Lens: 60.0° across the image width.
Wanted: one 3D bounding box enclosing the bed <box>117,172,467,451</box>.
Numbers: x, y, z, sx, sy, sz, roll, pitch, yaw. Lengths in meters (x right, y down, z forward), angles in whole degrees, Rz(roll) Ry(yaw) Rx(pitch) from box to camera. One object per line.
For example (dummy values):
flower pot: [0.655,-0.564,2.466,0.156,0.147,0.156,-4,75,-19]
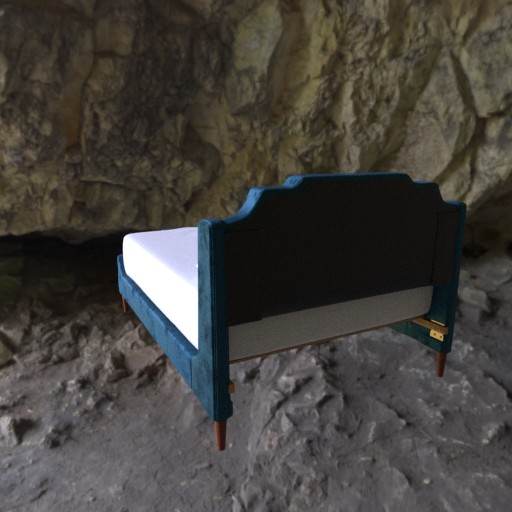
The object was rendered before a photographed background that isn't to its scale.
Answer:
bed: [0.000,0.000,3.385,1.678,1.338,2.322,-7,15,-27]
